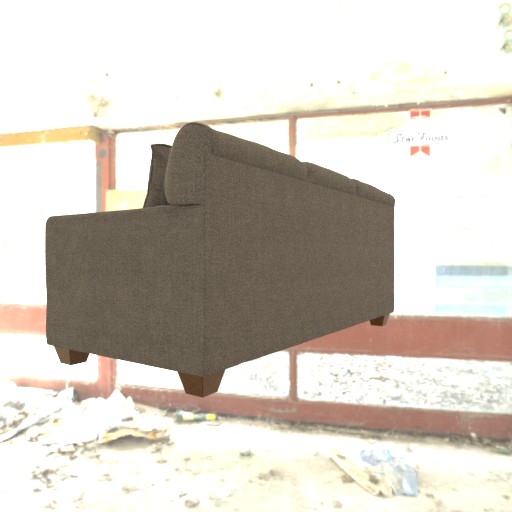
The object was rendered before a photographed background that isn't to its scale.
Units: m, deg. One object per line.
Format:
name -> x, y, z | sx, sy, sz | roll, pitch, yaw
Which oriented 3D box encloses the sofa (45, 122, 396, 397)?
sofa -> 0.000, 0.000, 2.533 | 0.997, 0.958, 2.024 | 0, 0, 35
